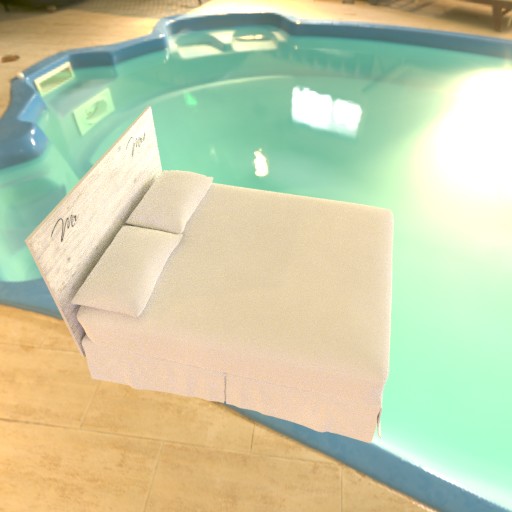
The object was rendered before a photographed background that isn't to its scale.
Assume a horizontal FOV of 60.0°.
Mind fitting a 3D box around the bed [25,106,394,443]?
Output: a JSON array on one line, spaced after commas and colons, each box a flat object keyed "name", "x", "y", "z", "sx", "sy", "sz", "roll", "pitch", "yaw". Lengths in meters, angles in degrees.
[{"name": "bed", "x": 0.000, "y": 0.000, "z": 3.203, "sx": 2.094, "sy": 1.335, "sz": 1.745, "roll": 10, "pitch": 45, "yaw": 10}]
